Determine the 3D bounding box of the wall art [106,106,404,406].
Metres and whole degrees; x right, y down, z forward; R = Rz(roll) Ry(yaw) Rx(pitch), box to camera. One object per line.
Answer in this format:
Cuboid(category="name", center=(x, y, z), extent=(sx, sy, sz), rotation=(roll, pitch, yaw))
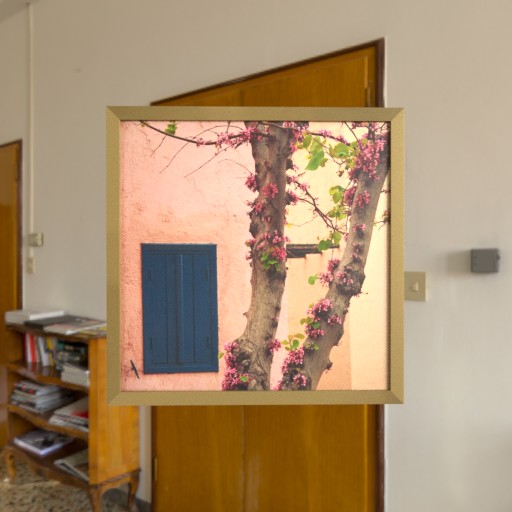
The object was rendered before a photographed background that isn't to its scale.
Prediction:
Cuboid(category="wall art", center=(0.000, 0.000, 0.775), extent=(0.507, 0.508, 0.038), rotation=(0, 0, -1))
